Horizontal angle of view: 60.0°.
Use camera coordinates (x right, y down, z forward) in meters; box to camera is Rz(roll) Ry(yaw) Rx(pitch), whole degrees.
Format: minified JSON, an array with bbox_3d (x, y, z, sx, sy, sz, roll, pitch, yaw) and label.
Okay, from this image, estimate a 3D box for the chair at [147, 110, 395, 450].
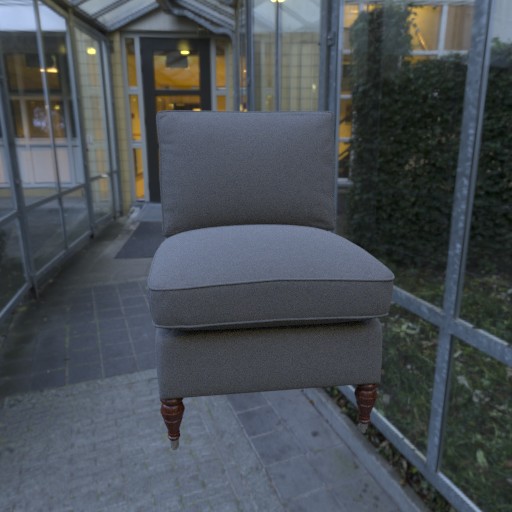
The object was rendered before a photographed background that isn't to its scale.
[{"bbox_3d":[0.000,0.000,1.643,0.724,1.045,0.924,-2,16,-7],"label":"chair"}]
